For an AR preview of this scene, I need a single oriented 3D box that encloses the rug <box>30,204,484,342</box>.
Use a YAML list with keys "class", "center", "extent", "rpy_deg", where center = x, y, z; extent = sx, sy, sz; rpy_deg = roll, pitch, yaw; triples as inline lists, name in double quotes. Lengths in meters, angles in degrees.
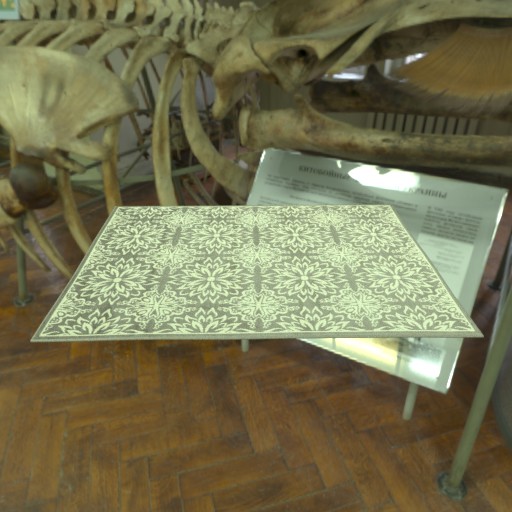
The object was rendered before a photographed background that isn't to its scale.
- class: "rug"
  center: [0.000, 0.000, 2.854]
  extent: [2.213, 0.014, 1.608]
  rpy_deg: [0, 30, -1]
